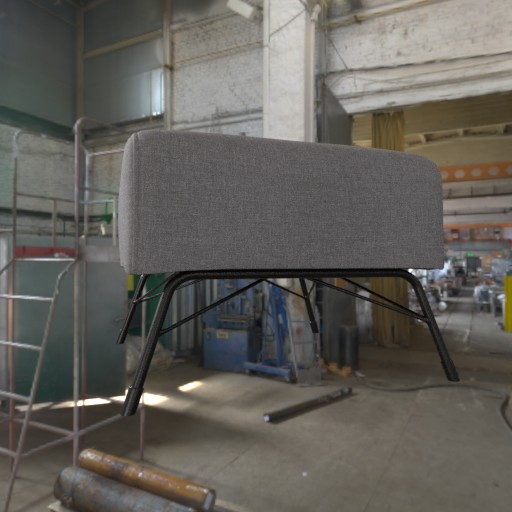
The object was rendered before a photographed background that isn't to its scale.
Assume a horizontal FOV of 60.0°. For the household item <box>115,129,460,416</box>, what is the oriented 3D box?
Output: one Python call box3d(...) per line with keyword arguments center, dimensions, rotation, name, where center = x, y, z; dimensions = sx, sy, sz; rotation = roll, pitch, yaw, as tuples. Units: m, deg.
box3d(center=(0.000, 0.000, 0.889), dimensions=(0.530, 0.410, 0.530), rotation=(0, -1, -18), name="household item")
